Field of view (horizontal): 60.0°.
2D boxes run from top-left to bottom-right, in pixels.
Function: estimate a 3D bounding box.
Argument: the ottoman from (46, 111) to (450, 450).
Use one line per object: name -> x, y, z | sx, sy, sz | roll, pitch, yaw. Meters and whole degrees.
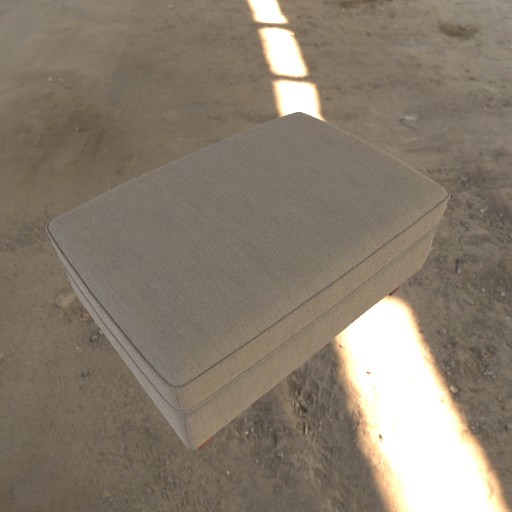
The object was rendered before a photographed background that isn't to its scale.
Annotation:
ottoman -> 0.000, 0.000, 1.313 | 0.941, 0.480, 0.636 | -31, 54, -27
